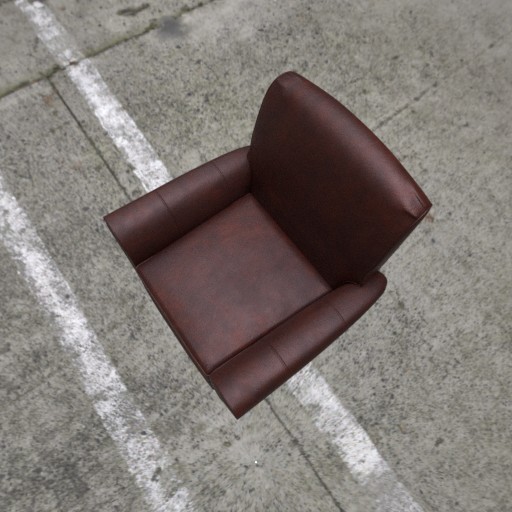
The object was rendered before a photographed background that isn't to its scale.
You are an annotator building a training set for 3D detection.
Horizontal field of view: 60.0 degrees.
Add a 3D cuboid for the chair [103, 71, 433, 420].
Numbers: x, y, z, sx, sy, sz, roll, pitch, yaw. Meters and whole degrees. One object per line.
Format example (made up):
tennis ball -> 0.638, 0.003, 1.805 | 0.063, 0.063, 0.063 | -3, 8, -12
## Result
chair -> 0.000, 0.000, 1.851 | 0.902, 1.061, 0.978 | -33, 69, -14
